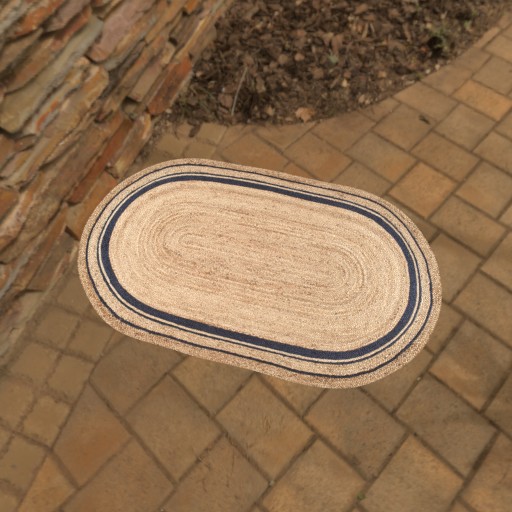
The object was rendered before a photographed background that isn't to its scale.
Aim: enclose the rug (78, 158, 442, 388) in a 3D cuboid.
[{"bbox_3d":[0.000,0.000,2.968,2.432,0.006,1.520,13,60,8],"label":"rug"}]
